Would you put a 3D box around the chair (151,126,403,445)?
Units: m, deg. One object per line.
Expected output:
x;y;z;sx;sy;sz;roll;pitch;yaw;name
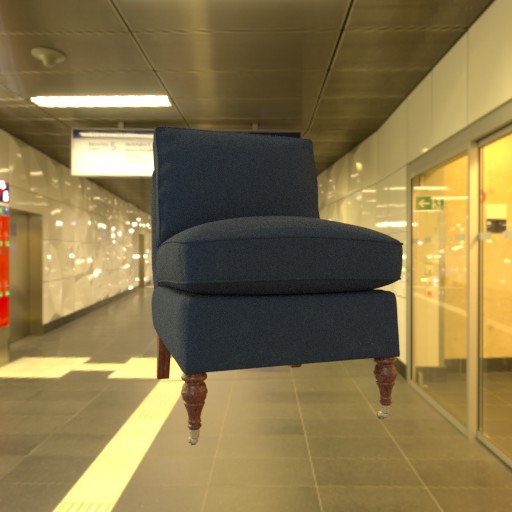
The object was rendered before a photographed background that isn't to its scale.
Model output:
0.000;0.000;1.673;0.724;1.052;0.912;0;0;-18;chair
